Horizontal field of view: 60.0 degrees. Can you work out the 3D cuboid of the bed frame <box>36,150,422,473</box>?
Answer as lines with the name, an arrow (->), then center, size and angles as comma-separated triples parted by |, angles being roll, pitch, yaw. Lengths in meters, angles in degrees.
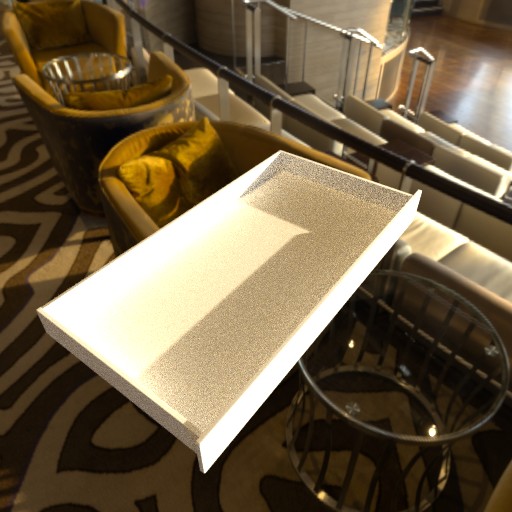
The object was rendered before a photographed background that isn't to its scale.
bed frame -> 0.000, 0.000, 1.560 | 0.670, 0.141, 1.300 | 26, 47, 27
